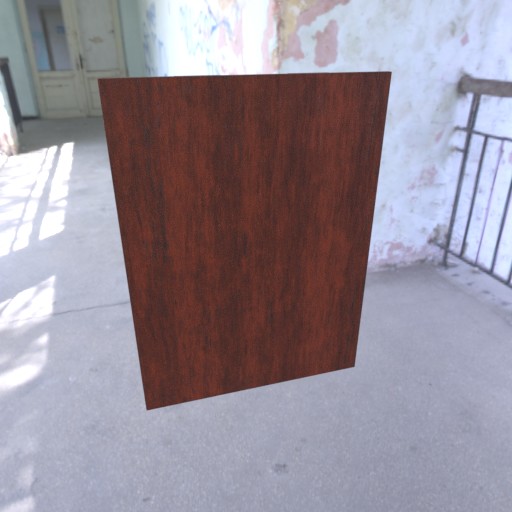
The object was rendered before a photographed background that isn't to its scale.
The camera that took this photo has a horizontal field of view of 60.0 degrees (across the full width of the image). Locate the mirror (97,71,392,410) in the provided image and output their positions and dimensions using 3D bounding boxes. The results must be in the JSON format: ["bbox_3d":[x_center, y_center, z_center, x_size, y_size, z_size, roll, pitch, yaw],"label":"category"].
[{"bbox_3d":[0.000,0.000,1.059,0.600,0.805,0.021,-8,27,-15],"label":"mirror"}]
